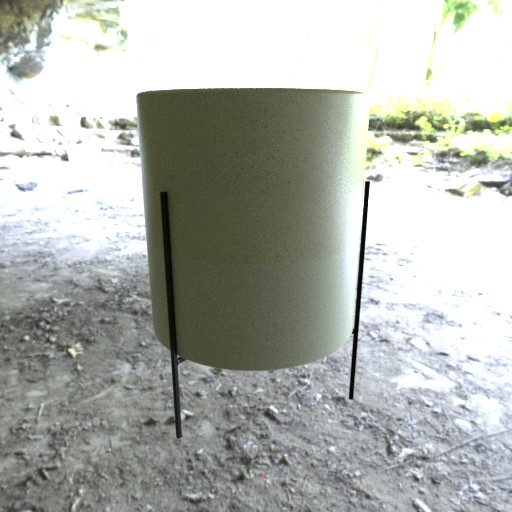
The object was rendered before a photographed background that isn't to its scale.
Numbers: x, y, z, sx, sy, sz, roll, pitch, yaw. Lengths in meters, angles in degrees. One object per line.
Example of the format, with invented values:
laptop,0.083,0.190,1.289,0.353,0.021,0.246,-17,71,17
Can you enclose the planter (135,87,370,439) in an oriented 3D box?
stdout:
planter,0.000,0.000,0.700,0.333,0.483,0.324,3,18,11
